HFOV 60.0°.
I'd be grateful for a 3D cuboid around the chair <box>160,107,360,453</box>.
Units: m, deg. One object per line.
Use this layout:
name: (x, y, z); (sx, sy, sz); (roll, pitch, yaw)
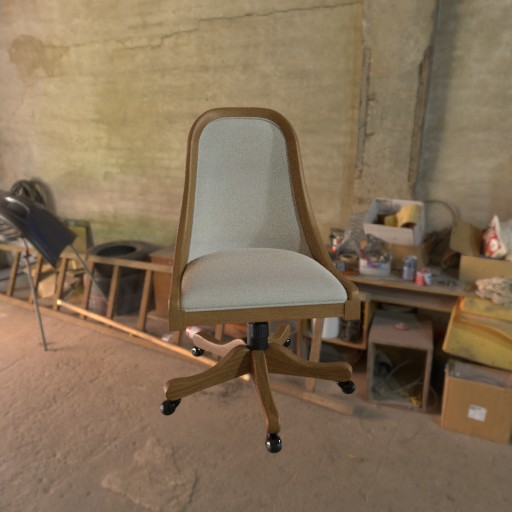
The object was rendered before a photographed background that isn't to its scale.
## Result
chair: (0.000, 0.000, 1.558); (0.702, 1.009, 0.811); (-2, 17, -8)
